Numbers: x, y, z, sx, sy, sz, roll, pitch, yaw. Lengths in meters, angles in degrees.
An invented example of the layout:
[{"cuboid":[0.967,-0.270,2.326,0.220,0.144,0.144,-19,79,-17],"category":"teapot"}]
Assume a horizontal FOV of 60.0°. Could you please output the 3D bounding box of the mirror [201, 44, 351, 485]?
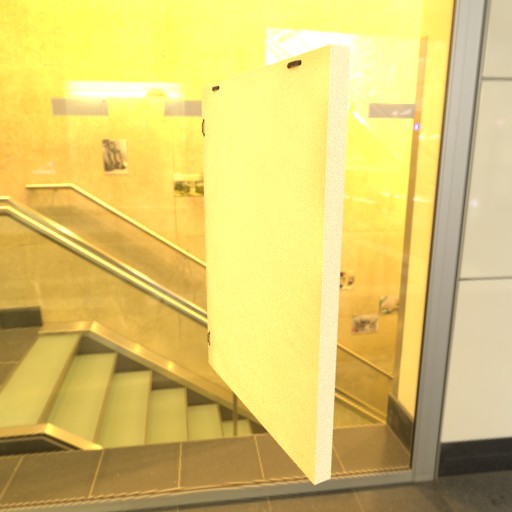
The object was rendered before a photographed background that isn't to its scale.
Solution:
[{"cuboid":[0.000,0.000,0.915,0.040,0.710,0.507,-7,15,-26],"category":"mirror"}]
